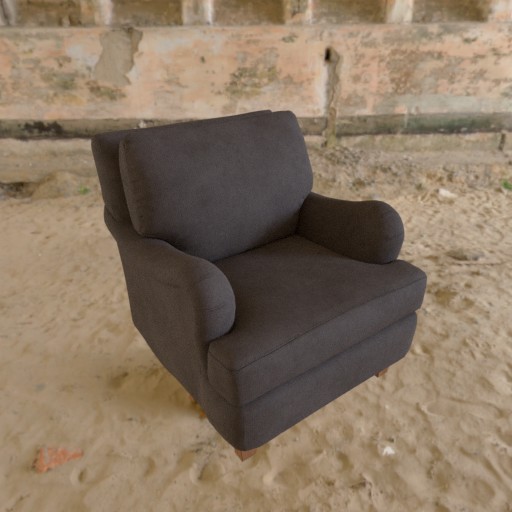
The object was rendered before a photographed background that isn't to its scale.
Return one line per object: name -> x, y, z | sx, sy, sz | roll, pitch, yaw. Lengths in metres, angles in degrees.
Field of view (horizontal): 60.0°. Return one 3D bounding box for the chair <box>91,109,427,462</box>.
chair -> 0.000, 0.000, 1.814 | 0.955, 0.997, 1.070 | -19, 34, -31
